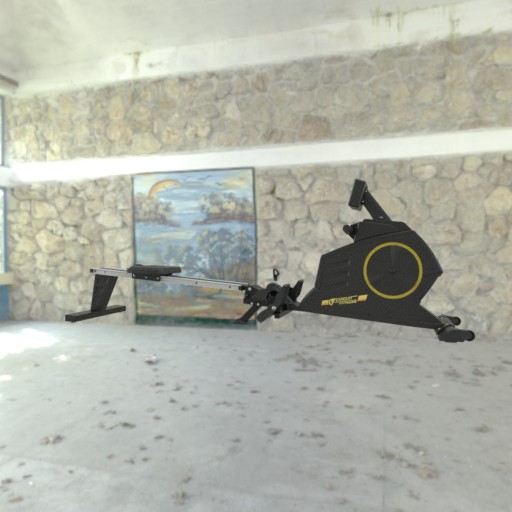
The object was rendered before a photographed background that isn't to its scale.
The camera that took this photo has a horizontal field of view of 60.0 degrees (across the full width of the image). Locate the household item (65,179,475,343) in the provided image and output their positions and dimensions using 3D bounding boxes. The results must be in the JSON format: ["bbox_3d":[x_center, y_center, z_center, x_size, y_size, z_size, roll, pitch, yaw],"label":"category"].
[{"bbox_3d":[0.000,0.000,2.585,2.251,0.810,0.521,0,1,17],"label":"household item"}]
